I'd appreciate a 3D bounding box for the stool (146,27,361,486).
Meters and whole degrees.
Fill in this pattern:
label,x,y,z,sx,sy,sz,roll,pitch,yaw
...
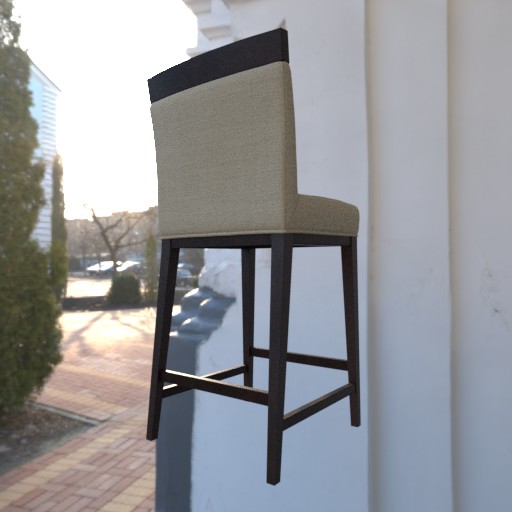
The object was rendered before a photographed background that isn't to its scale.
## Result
label,x,y,z,sx,sy,sz,roll,pitch,yaw
stool,0.000,0.000,1.413,0.511,1.117,0.531,-1,-1,37
